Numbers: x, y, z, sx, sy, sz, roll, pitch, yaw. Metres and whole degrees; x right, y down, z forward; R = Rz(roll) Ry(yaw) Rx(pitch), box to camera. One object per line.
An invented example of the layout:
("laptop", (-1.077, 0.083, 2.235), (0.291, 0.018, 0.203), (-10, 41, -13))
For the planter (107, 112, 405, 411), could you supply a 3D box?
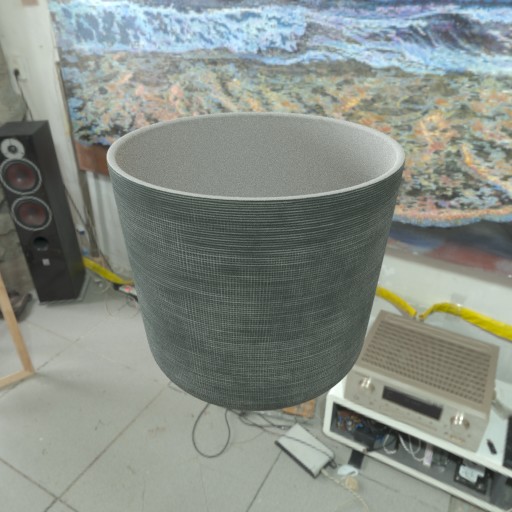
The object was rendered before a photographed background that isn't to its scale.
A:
("planter", (0.000, 0.000, 0.778), (0.440, 0.398, 0.440), (0, 30, 0))
